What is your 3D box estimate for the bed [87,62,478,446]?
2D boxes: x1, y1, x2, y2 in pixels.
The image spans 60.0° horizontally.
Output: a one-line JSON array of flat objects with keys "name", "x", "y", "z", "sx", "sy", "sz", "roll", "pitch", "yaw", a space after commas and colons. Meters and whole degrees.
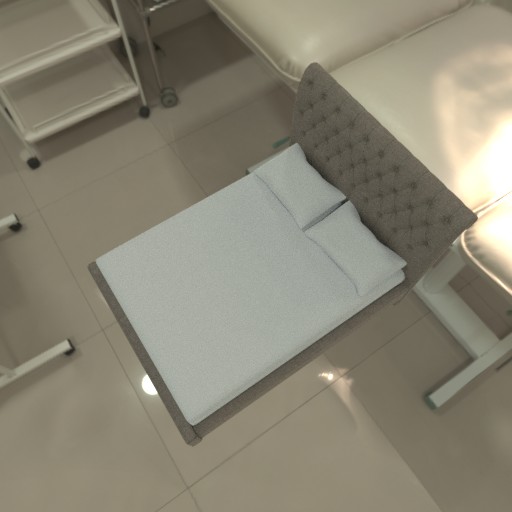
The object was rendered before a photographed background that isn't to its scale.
[{"name": "bed", "x": 0.000, "y": 0.000, "z": 3.358, "sx": 2.252, "sy": 1.371, "sz": 1.645, "roll": -31, "pitch": 68, "yaw": -14}]
